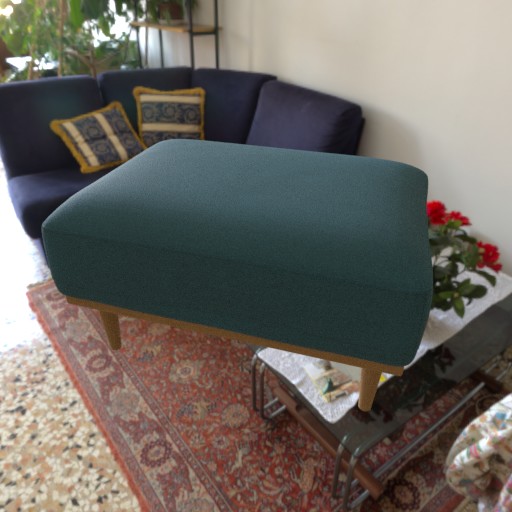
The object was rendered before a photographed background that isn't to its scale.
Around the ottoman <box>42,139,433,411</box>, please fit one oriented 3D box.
[{"bbox_3d":[0.000,0.000,1.065,0.749,0.428,0.549,9,34,15],"label":"ottoman"}]
